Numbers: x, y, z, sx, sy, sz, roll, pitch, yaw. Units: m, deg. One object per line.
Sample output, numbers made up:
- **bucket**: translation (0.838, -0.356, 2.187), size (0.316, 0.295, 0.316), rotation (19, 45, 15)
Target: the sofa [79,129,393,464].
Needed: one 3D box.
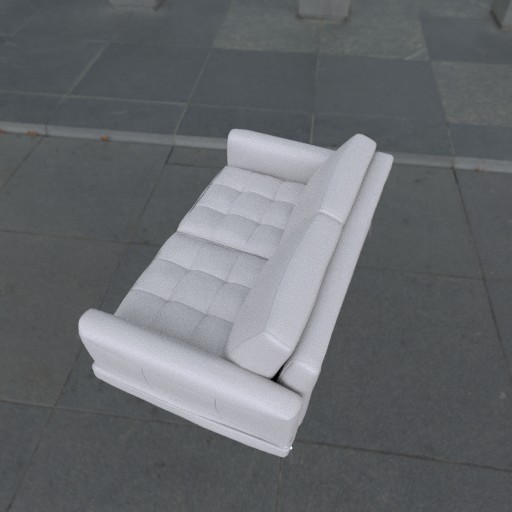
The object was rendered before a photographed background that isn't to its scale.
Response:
- **sofa**: translation (0.000, 0.000, 2.510), size (1.121, 0.930, 1.819), rotation (17, 51, 15)
